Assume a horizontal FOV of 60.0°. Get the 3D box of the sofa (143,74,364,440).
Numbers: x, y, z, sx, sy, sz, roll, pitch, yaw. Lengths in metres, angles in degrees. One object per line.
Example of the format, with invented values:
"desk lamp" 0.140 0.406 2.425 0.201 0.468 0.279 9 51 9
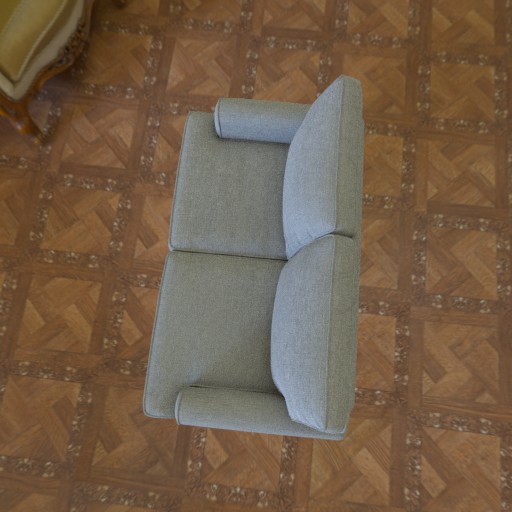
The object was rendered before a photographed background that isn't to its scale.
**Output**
"sofa" 0.000 0.000 2.231 0.965 0.965 1.651 5 75 1
